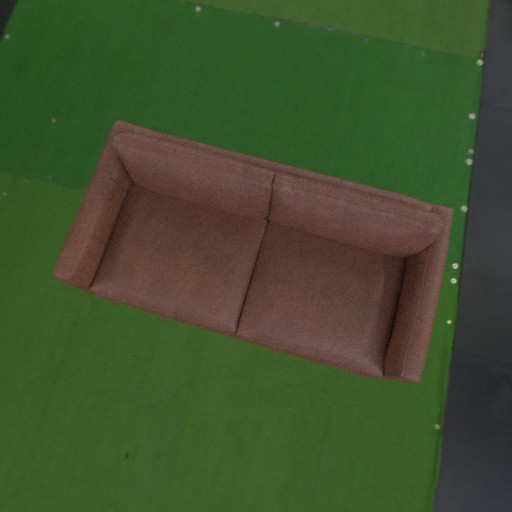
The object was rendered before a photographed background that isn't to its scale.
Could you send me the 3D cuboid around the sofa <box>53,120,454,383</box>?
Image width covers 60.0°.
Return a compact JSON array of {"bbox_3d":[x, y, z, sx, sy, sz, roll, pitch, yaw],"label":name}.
[{"bbox_3d":[0.000,0.000,2.336,1.797,0.883,0.899,15,76,4],"label":"sofa"}]
